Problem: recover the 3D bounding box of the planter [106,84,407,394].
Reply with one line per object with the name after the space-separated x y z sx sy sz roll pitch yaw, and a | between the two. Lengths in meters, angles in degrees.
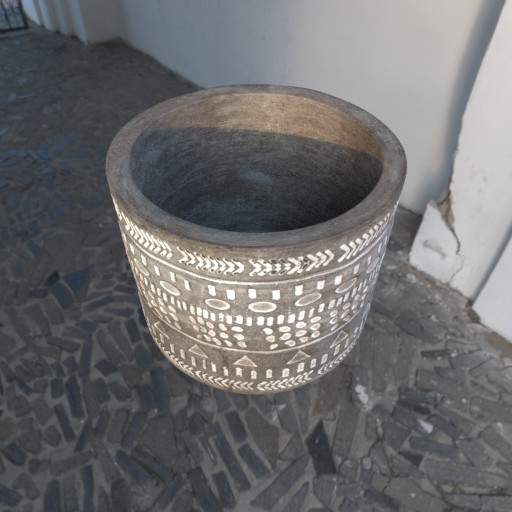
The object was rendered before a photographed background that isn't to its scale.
0.000 0.000 0.226 0.122 0.128 0.122 0 45 0 | planter
